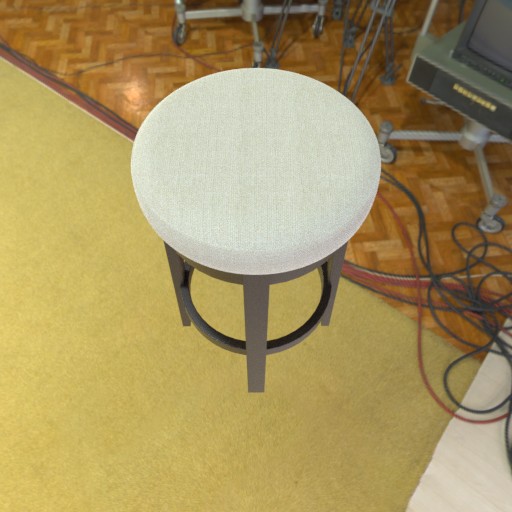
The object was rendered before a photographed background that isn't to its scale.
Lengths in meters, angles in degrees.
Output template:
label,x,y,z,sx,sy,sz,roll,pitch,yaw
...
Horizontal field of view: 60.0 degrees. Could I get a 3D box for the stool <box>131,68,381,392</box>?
label,x,y,z,sx,sy,sz,roll,pitch,yaw
stool,0.000,0.000,1.049,0.446,0.758,0.446,0,58,0
